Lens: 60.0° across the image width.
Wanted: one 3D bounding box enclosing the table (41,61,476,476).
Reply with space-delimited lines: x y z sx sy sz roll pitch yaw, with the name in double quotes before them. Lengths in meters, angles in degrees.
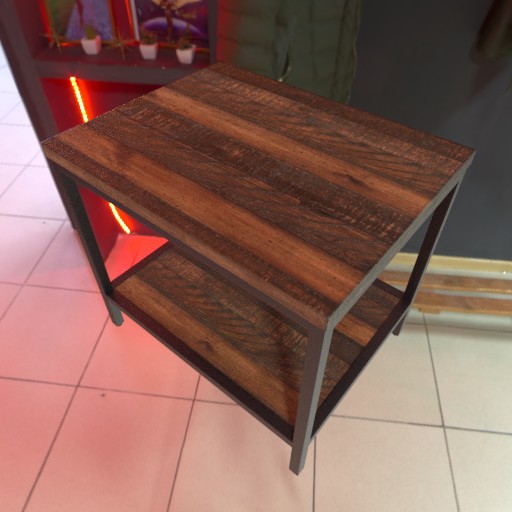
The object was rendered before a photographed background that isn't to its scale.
"table" 0.000 0.000 1.086 0.678 0.612 0.524 30 53 27
